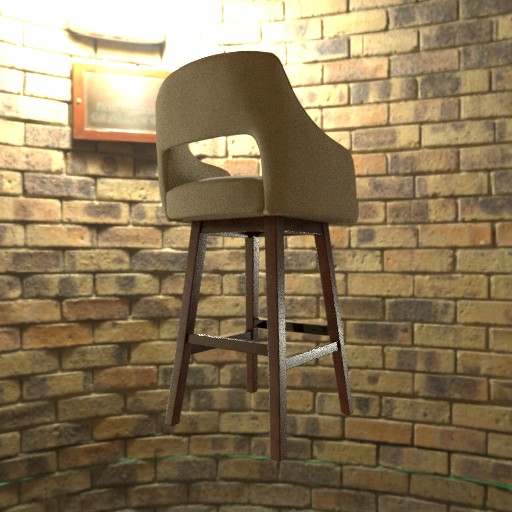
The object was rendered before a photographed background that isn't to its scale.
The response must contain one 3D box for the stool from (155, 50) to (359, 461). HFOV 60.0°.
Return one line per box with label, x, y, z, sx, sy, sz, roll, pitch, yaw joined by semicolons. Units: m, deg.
stool;0.000;0.000;1.388;0.550;1.041;0.560;0;0;36
